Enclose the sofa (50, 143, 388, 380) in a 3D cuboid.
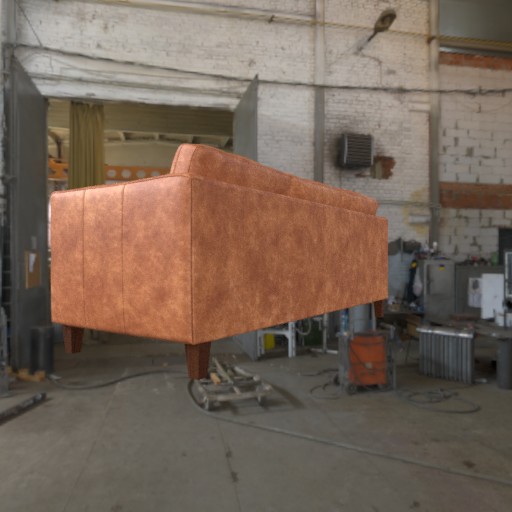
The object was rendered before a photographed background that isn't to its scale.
[{"bbox_3d":[0.000,0.000,3.011,1.045,1.006,2.464,0,0,34],"label":"sofa"}]
